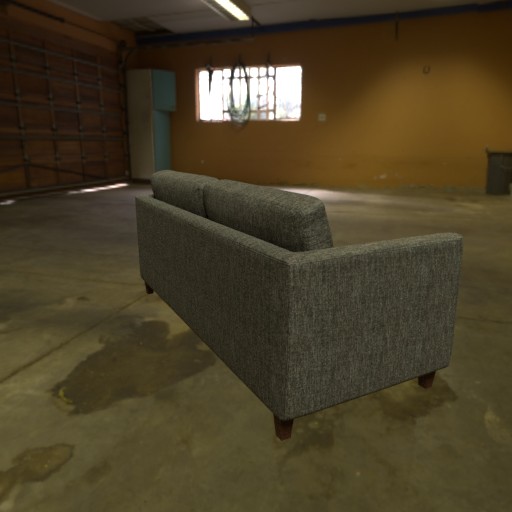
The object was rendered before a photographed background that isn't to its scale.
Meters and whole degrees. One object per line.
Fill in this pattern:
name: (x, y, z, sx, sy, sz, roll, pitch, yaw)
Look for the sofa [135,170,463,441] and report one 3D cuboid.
sofa: (0.000, 0.000, 2.710, 0.948, 0.960, 2.208, -8, 16, -27)
